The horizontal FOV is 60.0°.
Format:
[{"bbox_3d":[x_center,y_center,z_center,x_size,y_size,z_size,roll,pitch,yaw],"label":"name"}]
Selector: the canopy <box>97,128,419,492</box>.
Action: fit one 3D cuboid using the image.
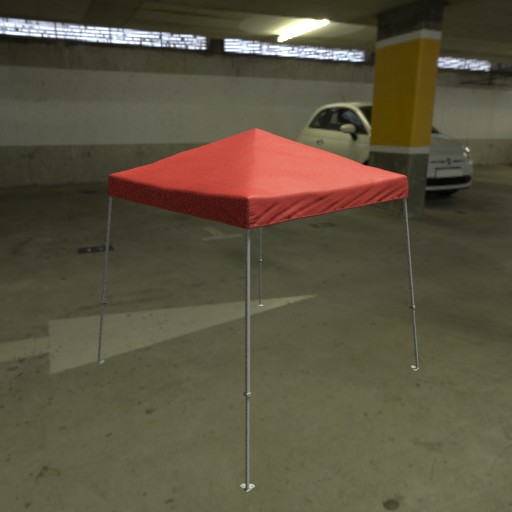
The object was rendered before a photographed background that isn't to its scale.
[{"bbox_3d":[0.000,0.000,5.146,2.849,2.849,2.848,-14,21,-41],"label":"canopy"}]
